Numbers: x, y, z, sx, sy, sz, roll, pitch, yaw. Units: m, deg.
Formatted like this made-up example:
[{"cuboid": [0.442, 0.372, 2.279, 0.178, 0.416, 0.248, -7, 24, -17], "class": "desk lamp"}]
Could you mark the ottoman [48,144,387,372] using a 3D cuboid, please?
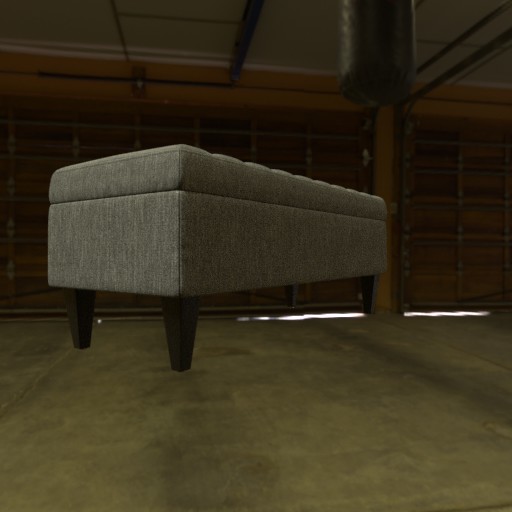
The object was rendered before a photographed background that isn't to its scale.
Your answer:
[{"cuboid": [0.000, 0.000, 1.440, 0.482, 0.469, 1.151, 1, 1, 36], "class": "ottoman"}]
